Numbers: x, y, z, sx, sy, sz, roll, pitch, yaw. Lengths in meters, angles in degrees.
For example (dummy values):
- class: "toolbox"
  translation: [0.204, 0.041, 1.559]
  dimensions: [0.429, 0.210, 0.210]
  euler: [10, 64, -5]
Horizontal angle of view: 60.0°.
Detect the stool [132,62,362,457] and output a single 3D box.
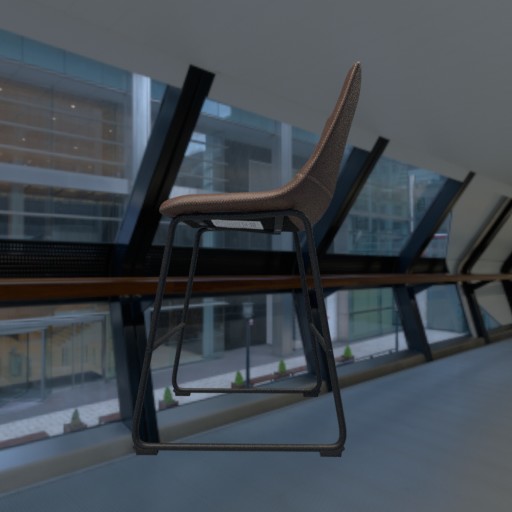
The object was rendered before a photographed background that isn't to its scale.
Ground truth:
- class: "stool"
  translation: [0.000, 0.000, 1.203]
  dimensions: [0.550, 0.890, 0.460]
  euler: [0, -1, 1]
